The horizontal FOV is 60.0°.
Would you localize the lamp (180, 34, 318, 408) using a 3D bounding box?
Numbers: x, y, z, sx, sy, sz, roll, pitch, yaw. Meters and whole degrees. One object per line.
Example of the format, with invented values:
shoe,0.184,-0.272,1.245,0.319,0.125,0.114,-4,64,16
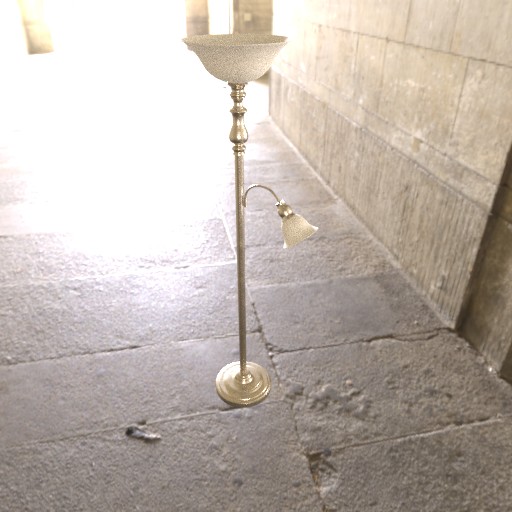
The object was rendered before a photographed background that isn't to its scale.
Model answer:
lamp,0.000,0.000,2.029,0.575,1.785,0.405,18,36,28
